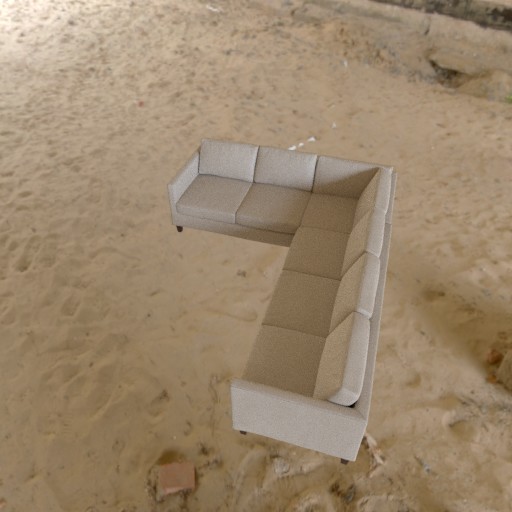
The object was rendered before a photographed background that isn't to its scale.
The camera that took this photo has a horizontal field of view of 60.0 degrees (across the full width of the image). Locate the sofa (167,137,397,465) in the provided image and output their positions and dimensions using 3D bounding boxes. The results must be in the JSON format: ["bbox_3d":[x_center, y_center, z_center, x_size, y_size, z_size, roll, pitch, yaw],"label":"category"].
[{"bbox_3d":[0.000,0.000,4.327,2.432,0.863,3.182,11,43,13],"label":"sofa"}]
